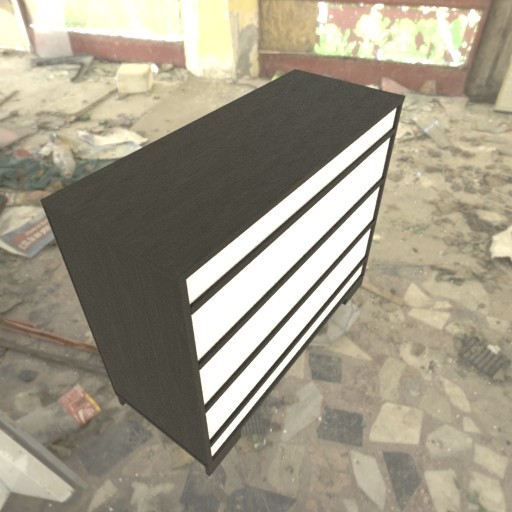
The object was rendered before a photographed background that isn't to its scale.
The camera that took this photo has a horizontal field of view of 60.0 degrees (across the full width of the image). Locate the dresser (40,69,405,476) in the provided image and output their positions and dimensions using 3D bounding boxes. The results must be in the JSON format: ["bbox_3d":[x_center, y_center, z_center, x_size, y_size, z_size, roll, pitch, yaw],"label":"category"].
[{"bbox_3d":[0.000,0.000,1.417,0.404,0.816,0.994,26,48,26],"label":"dresser"}]
